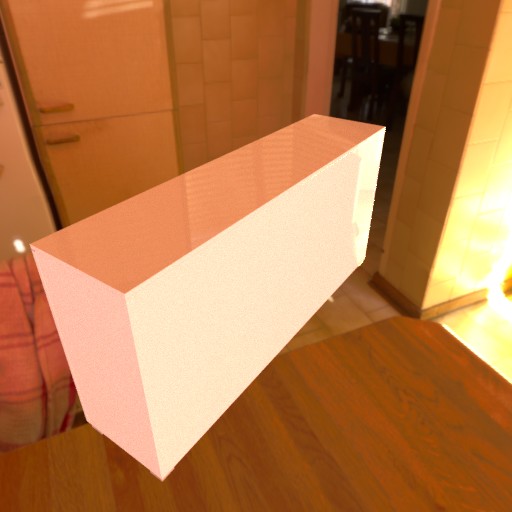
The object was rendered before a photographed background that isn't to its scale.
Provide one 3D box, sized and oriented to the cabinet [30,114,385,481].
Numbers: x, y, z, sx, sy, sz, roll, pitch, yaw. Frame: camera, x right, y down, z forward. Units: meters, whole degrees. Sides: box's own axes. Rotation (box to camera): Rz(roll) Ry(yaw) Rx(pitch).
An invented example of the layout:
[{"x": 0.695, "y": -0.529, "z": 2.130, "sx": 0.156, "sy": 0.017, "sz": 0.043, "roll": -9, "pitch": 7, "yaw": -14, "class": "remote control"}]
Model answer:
[{"x": 0.000, "y": 0.000, "z": 1.938, "sx": 0.400, "sy": 0.800, "sz": 1.650, "roll": 21, "pitch": 38, "yaw": 29, "class": "cabinet"}]
